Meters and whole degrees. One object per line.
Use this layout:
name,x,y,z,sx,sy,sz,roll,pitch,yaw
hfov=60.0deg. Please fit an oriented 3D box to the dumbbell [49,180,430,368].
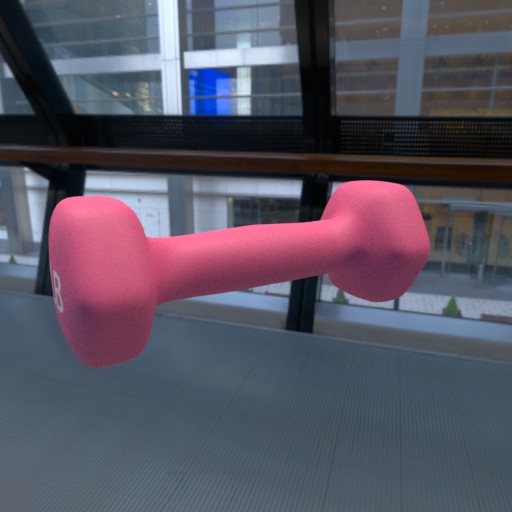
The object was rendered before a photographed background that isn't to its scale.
dumbbell,0.000,0.000,0.174,0.146,0.053,0.058,-8,17,-28
